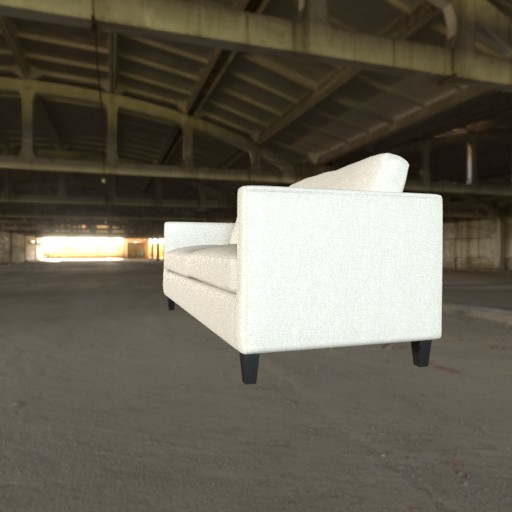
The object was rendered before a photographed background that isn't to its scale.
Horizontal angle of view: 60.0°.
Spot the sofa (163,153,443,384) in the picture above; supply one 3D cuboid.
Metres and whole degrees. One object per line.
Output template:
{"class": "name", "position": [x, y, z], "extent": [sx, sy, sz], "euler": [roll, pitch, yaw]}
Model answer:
{"class": "sofa", "position": [0.000, 0.000, 2.927], "extent": [0.948, 0.965, 2.434], "euler": [0, 1, -19]}
